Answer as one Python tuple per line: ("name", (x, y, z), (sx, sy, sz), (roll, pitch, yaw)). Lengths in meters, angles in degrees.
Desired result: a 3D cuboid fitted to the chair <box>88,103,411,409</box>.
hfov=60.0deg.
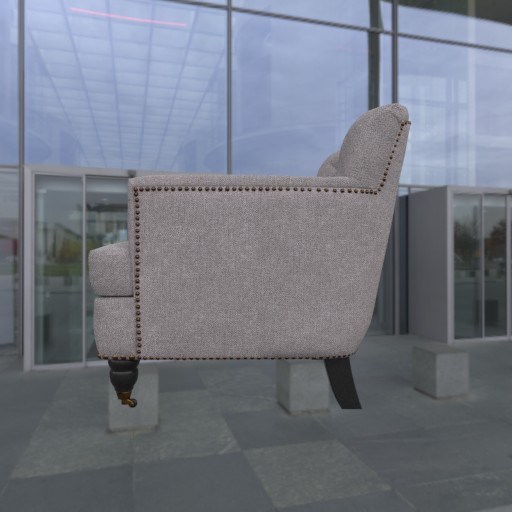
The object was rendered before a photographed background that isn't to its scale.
("chair", (0.000, 0.000, 1.493), (0.902, 0.823, 0.737), (0, 0, -1))
